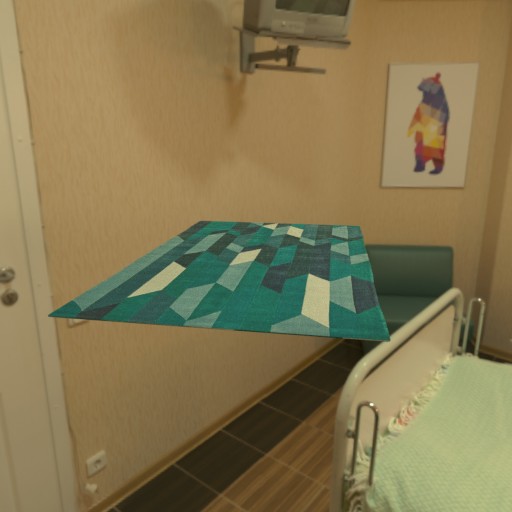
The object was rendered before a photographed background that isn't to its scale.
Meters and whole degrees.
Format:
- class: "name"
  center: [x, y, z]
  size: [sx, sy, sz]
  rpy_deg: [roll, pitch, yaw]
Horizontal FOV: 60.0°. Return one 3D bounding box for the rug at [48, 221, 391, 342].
- class: "rug"
  center: [0.000, 0.000, 3.052]
  size: [1.528, 0.005, 2.420]
  rpy_deg: [3, 15, 9]
